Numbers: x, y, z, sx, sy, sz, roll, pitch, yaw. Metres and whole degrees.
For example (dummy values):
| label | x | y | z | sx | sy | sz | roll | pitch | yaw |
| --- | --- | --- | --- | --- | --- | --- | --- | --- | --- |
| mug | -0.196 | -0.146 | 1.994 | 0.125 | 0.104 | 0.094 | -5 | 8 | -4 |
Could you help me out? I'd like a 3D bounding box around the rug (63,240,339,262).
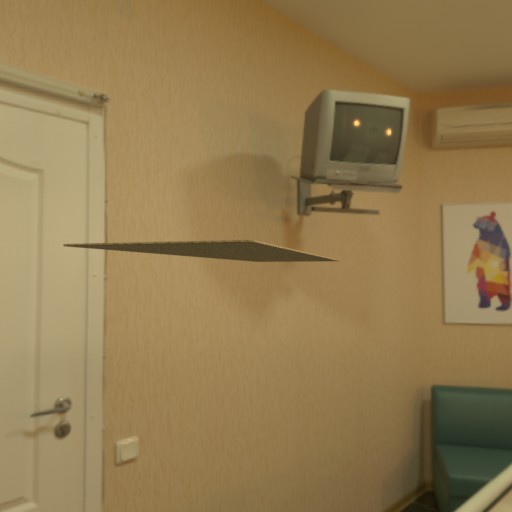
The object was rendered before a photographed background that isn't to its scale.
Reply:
| label | x | y | z | sx | sy | sz | roll | pitch | yaw |
| --- | --- | --- | --- | --- | --- | --- | --- | --- | --- |
| rug | 0.000 | 0.000 | 2.487 | 0.676 | 0.008 | 2.277 | -1 | -2 | 17 |
